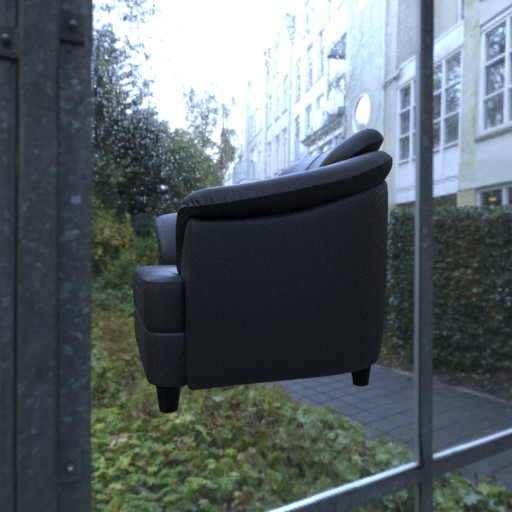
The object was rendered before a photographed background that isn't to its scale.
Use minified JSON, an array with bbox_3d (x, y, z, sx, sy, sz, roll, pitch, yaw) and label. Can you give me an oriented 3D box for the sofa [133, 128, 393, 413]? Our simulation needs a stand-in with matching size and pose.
[{"bbox_3d":[0.000,0.000,1.517,0.794,0.811,0.870,0,1,-18],"label":"sofa"}]
